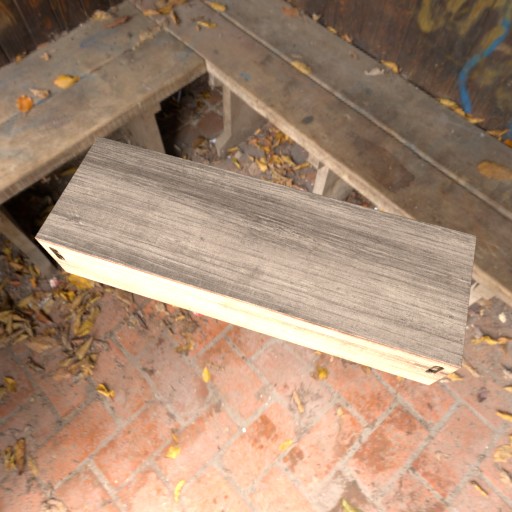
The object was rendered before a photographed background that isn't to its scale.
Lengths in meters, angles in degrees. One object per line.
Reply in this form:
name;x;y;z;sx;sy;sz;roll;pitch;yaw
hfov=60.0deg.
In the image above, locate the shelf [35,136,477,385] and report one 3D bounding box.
shelf;0.000;0.000;0.699;0.610;0.125;0.200;16;65;8
